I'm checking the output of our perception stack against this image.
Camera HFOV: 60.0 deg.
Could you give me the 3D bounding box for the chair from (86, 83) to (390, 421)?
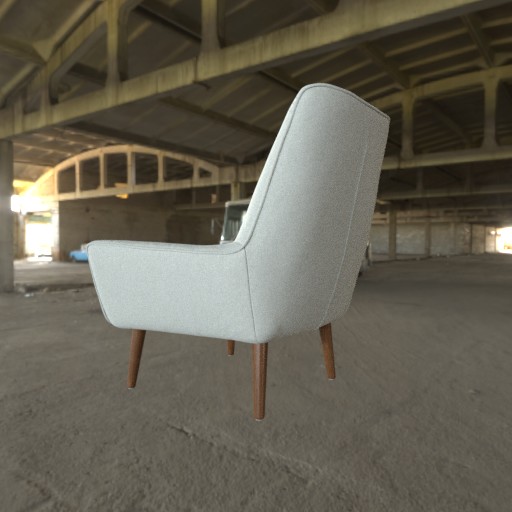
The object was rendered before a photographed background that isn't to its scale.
[{"bbox_3d":[0.000,0.000,1.492,0.822,0.888,0.787,1,2,36],"label":"chair"}]
